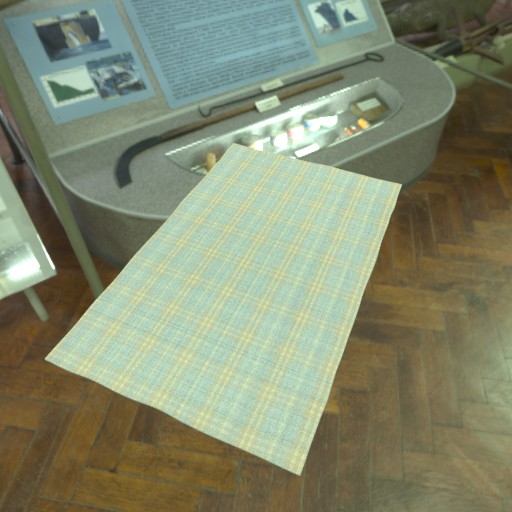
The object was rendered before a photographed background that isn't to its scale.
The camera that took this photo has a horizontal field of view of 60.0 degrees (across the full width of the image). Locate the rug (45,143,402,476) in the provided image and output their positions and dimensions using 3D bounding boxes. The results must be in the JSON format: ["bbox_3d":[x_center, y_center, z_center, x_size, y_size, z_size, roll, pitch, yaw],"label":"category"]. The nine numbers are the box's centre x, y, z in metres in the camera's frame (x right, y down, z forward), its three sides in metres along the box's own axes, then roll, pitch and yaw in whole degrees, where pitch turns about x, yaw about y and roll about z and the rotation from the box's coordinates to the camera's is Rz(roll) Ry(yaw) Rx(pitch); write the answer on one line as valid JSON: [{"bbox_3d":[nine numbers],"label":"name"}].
[{"bbox_3d":[0.000,0.000,3.072,1.545,0.016,2.460,18,49,16],"label":"rug"}]
